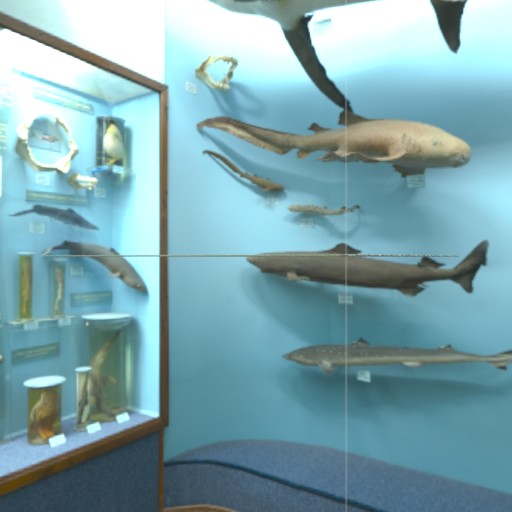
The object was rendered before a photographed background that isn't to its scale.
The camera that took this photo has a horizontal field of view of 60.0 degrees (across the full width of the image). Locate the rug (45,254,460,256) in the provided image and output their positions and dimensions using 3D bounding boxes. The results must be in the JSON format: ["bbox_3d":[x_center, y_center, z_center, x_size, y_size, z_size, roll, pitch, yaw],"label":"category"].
[{"bbox_3d":[0.000,0.000,4.135,3.043,0.013,2.444,0,0,37],"label":"rug"}]
